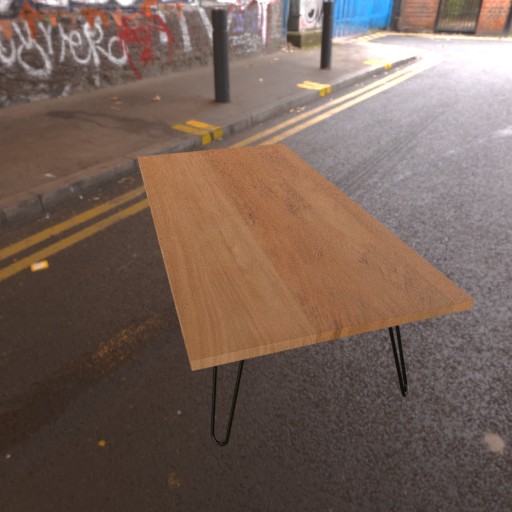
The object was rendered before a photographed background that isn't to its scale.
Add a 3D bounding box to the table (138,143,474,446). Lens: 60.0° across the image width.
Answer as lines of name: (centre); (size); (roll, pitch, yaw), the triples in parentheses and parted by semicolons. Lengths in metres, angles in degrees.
table: (0.000, 0.000, 1.647); (0.699, 0.400, 1.348); (-9, 32, -15)
